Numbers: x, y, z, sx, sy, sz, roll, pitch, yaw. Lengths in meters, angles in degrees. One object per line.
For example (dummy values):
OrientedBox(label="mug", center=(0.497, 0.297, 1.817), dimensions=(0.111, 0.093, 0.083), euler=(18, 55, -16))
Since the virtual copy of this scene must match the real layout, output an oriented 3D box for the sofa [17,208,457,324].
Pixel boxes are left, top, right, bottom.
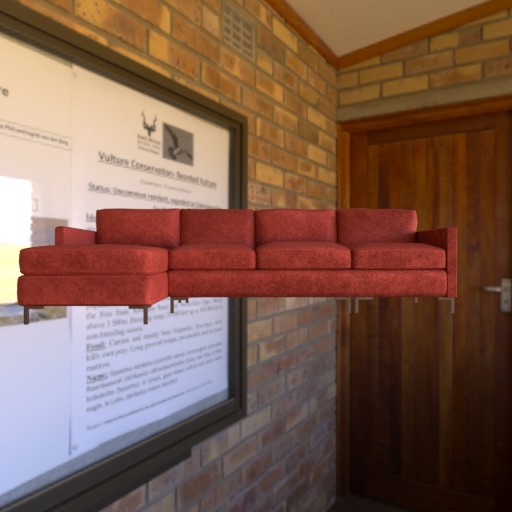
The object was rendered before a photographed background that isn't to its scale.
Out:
OrientedBox(label="sofa", center=(0.000, 0.000, 3.865), dimensions=(3.400, 0.967, 1.500), euler=(0, 0, -1))
